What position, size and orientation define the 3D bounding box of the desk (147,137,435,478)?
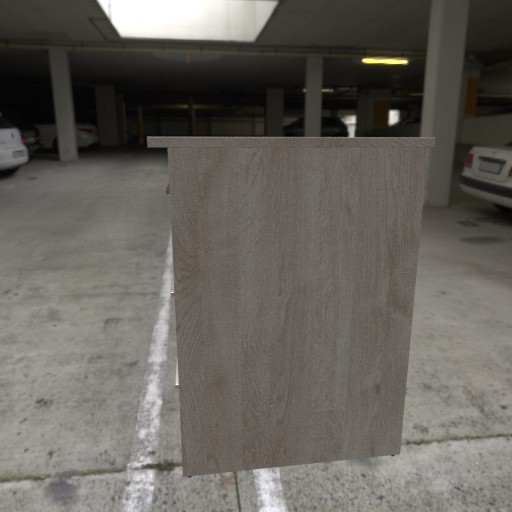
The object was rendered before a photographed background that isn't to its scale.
[{"bbox_3d":[0.000,0.000,1.457,0.560,0.735,1.097,-2,14,-8],"label":"desk"}]
